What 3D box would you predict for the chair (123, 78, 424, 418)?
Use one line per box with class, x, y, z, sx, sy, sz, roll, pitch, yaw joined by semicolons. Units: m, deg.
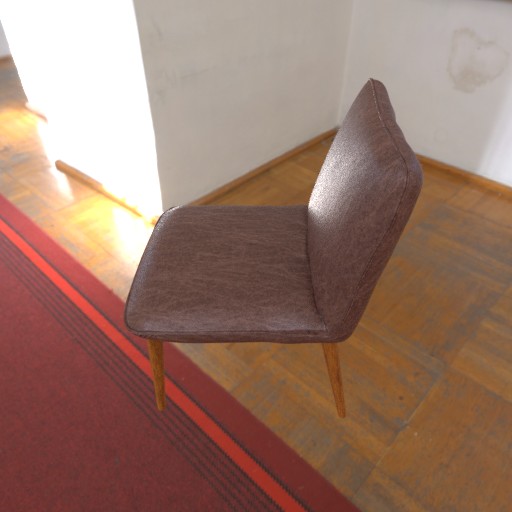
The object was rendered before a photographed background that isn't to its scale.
chair;0.000;0.000;1.188;0.645;0.803;0.543;-1;41;-1
